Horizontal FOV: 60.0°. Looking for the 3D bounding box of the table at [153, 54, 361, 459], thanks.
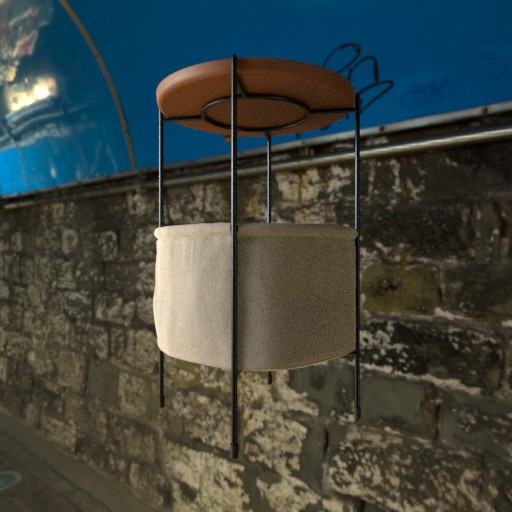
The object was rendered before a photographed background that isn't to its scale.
[{"bbox_3d":[0.000,0.000,0.882,0.393,0.623,0.393,0,0,-35],"label":"table"}]
